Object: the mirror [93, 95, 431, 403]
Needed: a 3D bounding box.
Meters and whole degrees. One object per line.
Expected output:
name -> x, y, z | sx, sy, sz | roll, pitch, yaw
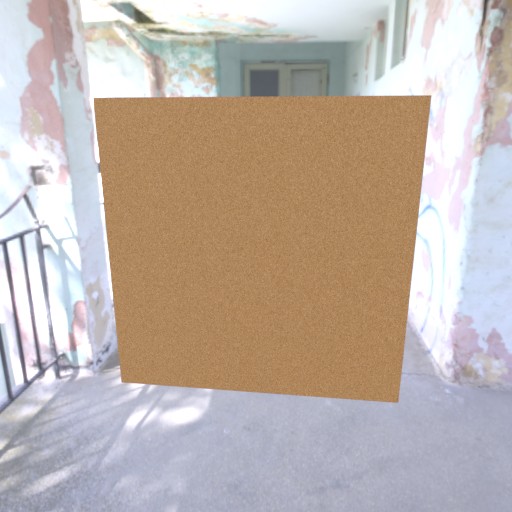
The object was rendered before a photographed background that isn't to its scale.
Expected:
mirror -> 0.000, 0.000, 1.191 | 0.804, 0.804, 0.061 | 2, 17, 7
